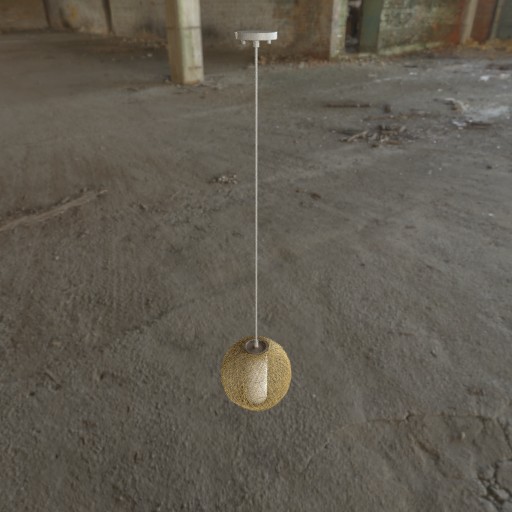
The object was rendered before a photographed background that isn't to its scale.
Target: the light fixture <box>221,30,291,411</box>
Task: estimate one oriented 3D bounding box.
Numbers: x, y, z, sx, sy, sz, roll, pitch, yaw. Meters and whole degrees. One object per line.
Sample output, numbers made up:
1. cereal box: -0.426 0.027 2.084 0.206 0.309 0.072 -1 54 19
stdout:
1. light fixture: 0.000 0.000 2.163 0.407 1.955 0.406 -22 37 -33
